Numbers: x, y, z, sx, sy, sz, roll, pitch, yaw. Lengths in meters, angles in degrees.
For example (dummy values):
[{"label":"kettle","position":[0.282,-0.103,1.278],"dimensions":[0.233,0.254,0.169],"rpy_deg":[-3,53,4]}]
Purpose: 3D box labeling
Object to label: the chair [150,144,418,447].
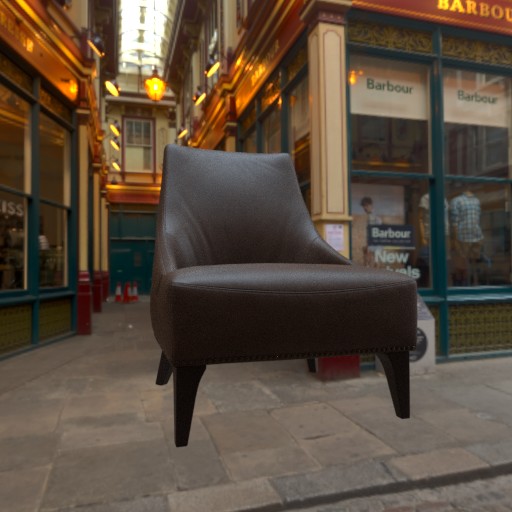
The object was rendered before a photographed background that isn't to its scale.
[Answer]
[{"label":"chair","position":[0.000,0.000,1.511],"dimensions":[0.701,0.909,0.861],"rpy_deg":[0,-1,-18]}]
